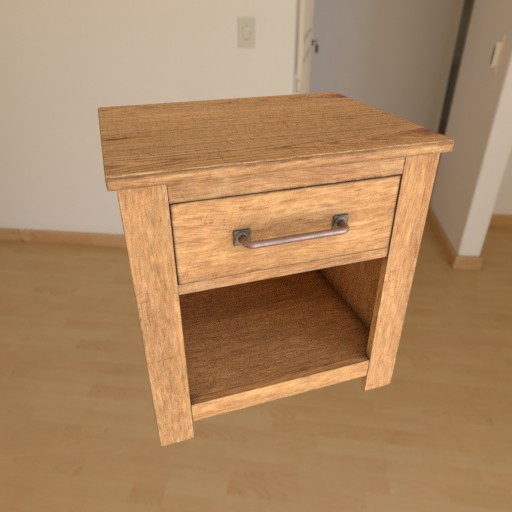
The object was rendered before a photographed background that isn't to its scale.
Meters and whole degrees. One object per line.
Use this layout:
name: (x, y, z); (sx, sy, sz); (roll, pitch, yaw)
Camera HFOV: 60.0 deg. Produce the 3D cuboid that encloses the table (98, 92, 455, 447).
table: (0.000, 0.000, 1.052); (0.601, 0.625, 0.494); (-10, 32, -16)
